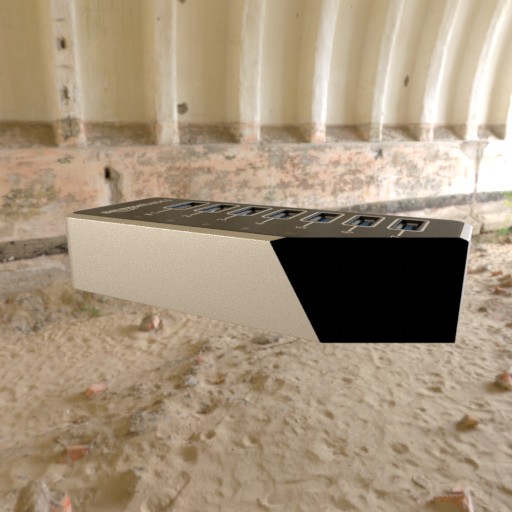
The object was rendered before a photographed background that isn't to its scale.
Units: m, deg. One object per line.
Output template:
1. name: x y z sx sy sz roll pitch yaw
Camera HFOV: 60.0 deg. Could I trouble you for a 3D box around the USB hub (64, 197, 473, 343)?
1. USB hub: 0.000 0.000 0.128 0.110 0.023 0.044 8 17 27
